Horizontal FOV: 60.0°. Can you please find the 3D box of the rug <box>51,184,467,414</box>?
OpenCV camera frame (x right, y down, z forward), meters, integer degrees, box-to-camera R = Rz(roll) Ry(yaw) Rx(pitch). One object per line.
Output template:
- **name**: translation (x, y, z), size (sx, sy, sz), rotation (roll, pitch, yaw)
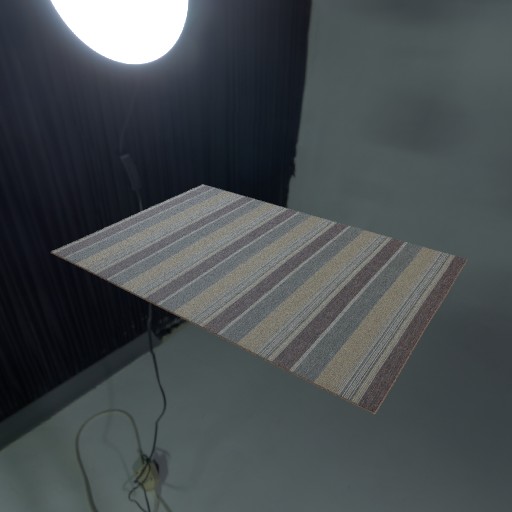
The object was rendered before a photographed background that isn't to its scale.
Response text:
- **rug**: translation (0.000, 0.000, 2.334), size (1.829, 0.008, 1.219), rotation (20, 36, 30)
